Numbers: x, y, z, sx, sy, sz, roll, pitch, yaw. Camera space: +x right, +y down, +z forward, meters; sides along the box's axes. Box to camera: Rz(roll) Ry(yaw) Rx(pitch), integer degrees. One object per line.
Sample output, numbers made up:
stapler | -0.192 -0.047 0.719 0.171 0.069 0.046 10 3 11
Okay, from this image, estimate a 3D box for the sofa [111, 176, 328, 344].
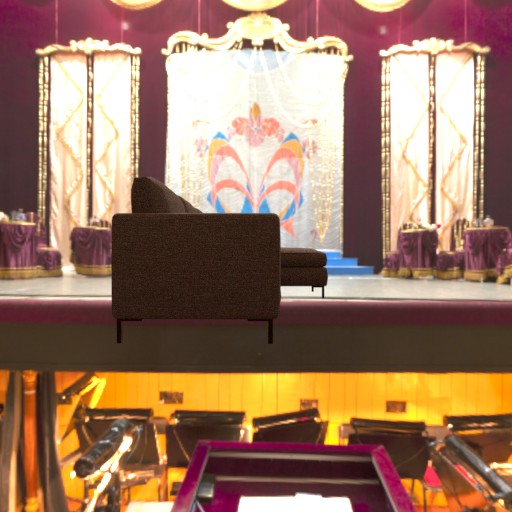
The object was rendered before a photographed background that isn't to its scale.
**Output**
sofa | 0.000 0.000 3.847 1.483 0.892 3.221 0 0 0
